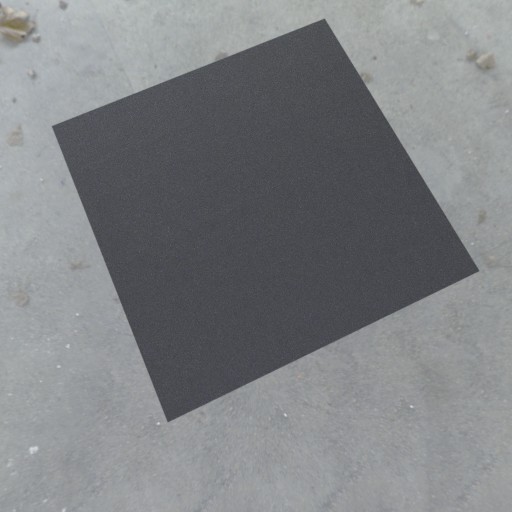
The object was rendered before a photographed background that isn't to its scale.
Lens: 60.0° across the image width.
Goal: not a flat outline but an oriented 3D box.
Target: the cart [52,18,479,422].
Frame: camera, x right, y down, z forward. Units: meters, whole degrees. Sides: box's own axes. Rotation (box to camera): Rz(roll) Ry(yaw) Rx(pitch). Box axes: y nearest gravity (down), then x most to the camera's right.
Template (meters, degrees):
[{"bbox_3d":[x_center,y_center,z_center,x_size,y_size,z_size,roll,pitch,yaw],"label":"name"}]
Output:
[{"bbox_3d":[0.000,0.000,1.085,0.520,0.762,0.521,-24,76,-6],"label":"cart"}]
